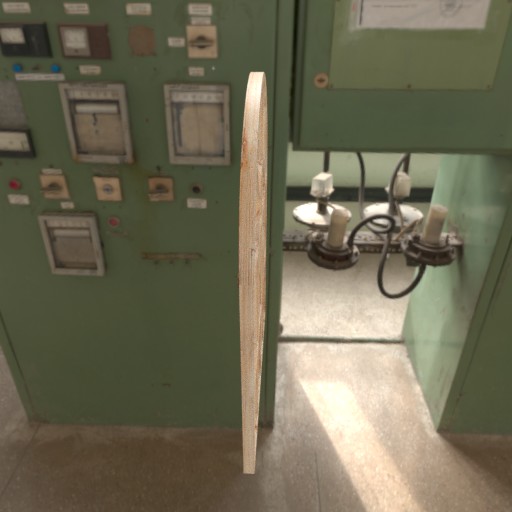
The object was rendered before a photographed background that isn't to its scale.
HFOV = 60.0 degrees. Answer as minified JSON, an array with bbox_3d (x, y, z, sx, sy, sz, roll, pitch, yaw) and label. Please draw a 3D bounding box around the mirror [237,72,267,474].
[{"bbox_3d":[0.000,0.000,1.192,0.032,0.920,0.660,2,31,3],"label":"mirror"}]
